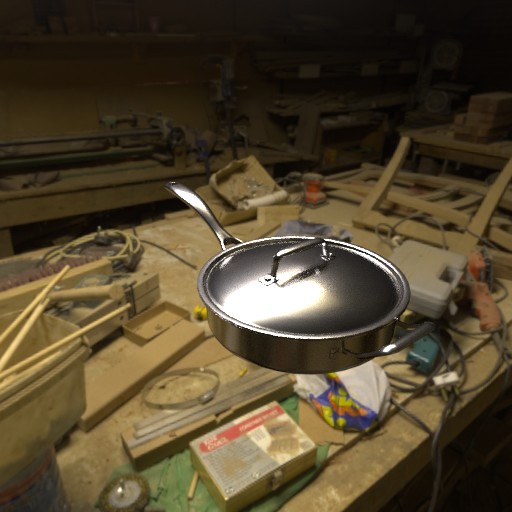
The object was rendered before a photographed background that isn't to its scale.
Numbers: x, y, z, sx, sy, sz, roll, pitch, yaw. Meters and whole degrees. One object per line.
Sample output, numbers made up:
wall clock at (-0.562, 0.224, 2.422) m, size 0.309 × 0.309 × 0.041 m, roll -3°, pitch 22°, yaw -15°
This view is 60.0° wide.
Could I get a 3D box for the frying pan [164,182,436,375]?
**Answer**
frying pan at (0.000, 0.000, 0.671) m, size 0.280 × 0.114 × 0.561 m, roll -18°, pitch 31°, yaw -33°
